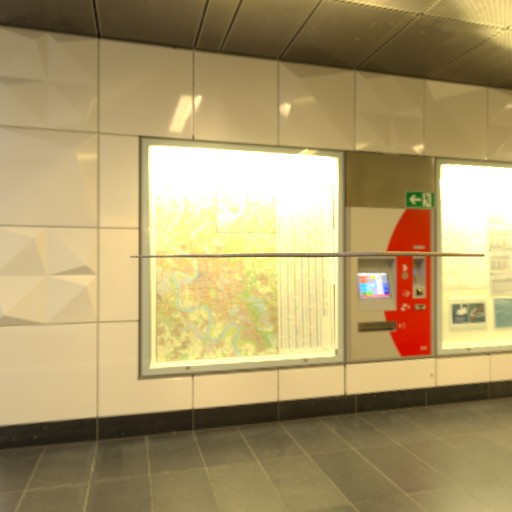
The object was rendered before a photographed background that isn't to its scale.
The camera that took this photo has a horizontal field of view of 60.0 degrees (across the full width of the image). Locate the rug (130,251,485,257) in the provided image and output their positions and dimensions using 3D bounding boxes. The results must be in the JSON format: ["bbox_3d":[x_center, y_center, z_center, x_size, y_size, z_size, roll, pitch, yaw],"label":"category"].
[{"bbox_3d":[0.000,0.000,2.408,0.645,0.015,2.182,0,0,-35],"label":"rug"}]
